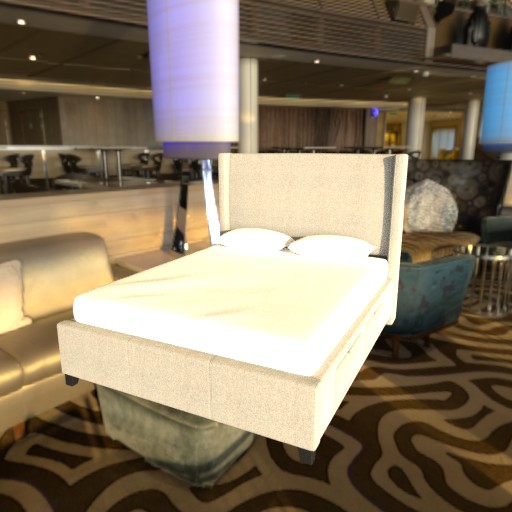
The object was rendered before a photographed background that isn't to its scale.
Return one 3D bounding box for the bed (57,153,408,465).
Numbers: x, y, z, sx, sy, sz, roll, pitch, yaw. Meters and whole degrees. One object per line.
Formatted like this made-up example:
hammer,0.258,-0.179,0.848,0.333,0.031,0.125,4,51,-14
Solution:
bed,0.000,0.000,3.346,1.774,1.491,2.222,7,15,26
